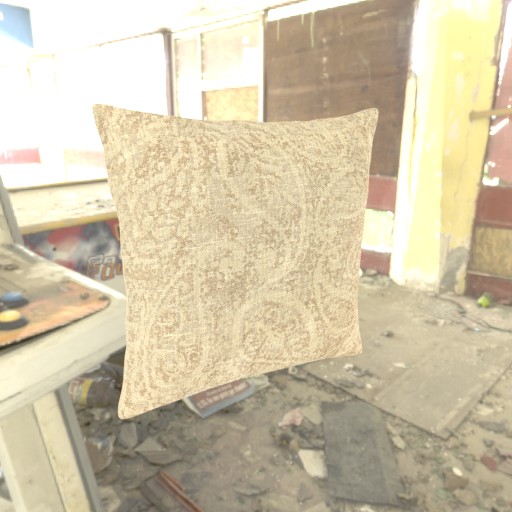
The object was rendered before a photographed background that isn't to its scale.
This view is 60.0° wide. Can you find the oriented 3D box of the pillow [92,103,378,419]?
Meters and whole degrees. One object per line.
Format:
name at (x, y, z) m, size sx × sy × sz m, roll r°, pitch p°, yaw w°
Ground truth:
pillow at (0.000, 0.000, 0.793) m, size 0.523 × 0.510 × 0.166 m, roll -8°, pitch 18°, yaw -26°
